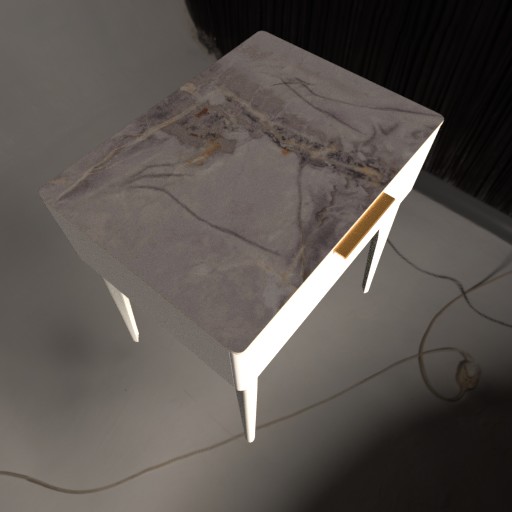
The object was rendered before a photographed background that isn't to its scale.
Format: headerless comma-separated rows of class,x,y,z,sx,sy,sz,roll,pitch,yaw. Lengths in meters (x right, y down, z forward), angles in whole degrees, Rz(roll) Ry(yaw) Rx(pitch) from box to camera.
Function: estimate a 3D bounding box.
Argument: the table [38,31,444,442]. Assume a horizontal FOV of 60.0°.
table,0.000,0.000,0.894,0.400,0.570,0.500,35,64,19
